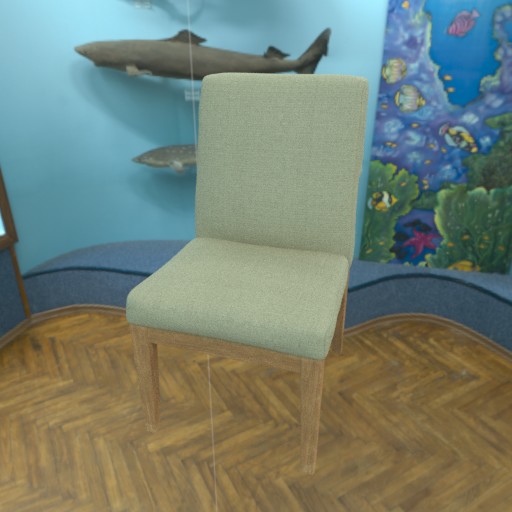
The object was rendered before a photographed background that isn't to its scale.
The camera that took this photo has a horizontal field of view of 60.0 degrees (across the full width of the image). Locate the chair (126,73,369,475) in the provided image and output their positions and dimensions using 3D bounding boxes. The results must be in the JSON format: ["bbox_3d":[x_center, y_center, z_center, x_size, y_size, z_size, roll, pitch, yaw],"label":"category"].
[{"bbox_3d":[0.000,0.000,1.228,0.507,0.911,0.586,8,26,16],"label":"chair"}]
